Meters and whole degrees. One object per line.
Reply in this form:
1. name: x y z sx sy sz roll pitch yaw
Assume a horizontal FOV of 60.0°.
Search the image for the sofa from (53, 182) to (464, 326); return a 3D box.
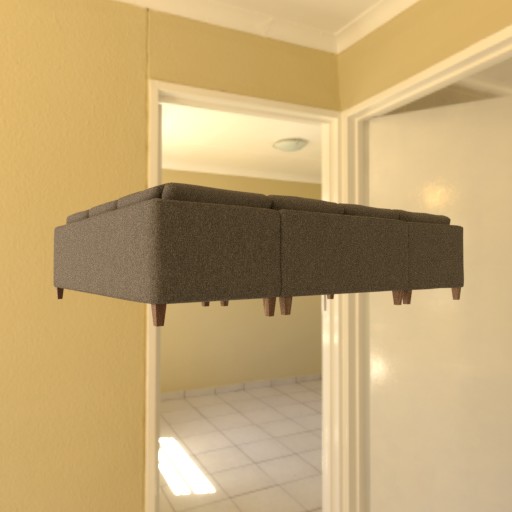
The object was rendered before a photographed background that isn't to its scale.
1. sofa: 0.000 0.000 4.375 3.238 0.853 2.551 1 -1 -36
